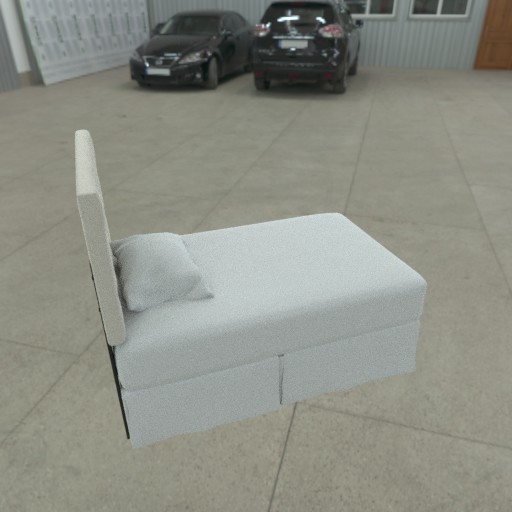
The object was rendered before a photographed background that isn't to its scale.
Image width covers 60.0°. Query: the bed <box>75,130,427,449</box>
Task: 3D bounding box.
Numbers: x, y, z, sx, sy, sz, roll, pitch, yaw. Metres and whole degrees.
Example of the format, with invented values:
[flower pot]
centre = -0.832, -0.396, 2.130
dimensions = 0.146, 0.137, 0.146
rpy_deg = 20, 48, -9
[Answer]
[bed]
centre = 0.000, 0.000, 2.945
dimensions = 1.997, 1.571, 1.261
rpy_deg = -10, 31, -17
